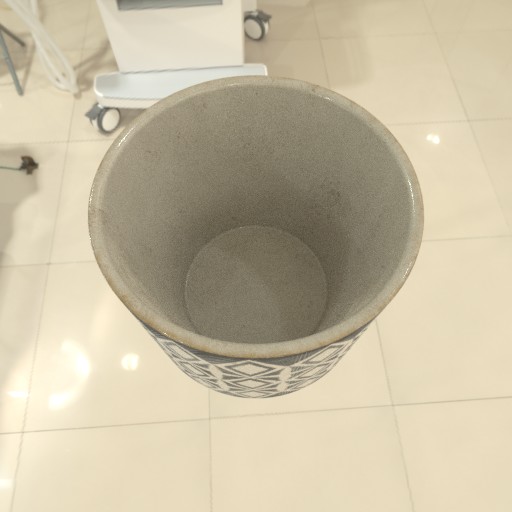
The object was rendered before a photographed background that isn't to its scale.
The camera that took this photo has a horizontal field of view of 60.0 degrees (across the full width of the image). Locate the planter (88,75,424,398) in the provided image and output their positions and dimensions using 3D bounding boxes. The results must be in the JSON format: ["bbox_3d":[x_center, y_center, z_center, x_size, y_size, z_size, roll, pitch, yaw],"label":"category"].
[{"bbox_3d":[0.000,0.000,0.330,0.192,0.165,0.192,0,63,0],"label":"planter"}]
